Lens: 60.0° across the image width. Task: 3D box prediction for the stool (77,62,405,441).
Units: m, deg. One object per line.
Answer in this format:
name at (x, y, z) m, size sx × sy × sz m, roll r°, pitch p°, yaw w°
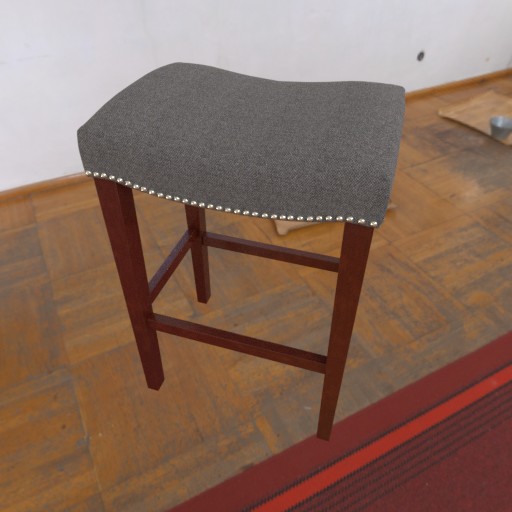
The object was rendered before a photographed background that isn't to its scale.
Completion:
stool at (0.000, 0.000, 1.000) m, size 0.504 × 0.742 × 0.372 m, roll 12°, pitch 42°, yaw 13°
